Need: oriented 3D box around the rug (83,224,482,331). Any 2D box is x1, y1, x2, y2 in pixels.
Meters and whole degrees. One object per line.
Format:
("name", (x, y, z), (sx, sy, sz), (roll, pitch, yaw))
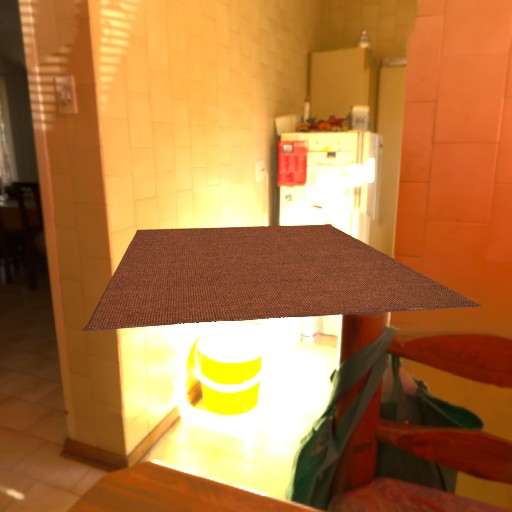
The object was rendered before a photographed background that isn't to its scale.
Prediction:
("rug", (0.000, 0.000, 4.123), (2.456, 0.021, 3.068), (-2, 14, -9))
